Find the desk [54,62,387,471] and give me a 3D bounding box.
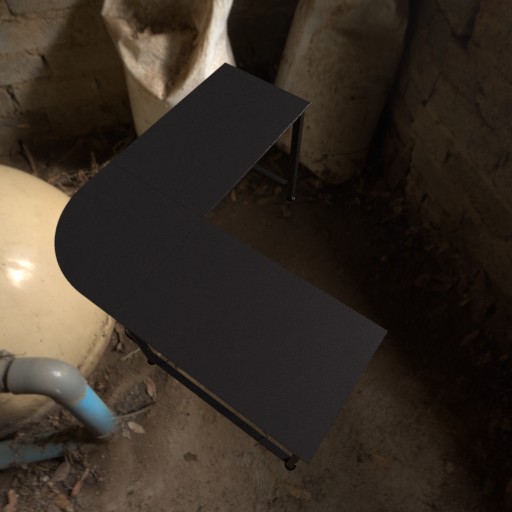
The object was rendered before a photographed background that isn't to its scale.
[{"bbox_3d":[0.000,0.000,2.208,1.400,0.762,1.400,32,65,17],"label":"desk"}]
